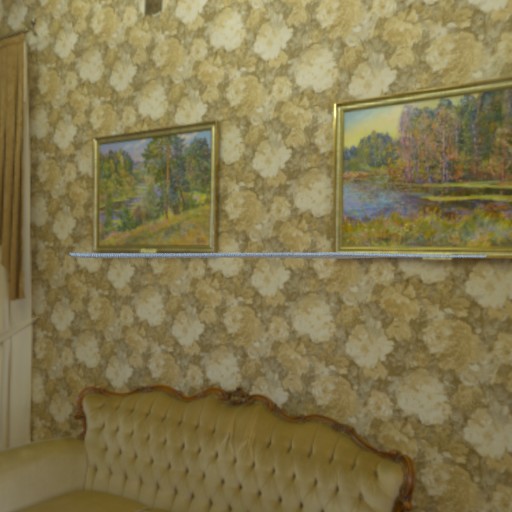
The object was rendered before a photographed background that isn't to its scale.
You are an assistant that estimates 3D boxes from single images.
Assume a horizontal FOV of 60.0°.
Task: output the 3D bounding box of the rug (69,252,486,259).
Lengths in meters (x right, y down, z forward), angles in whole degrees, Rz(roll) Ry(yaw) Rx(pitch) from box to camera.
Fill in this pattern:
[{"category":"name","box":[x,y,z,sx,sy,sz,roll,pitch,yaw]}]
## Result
[{"category":"rug","box":[0.000,0.000,4.333,3.237,0.046,2.461,0,-1,-19]}]
